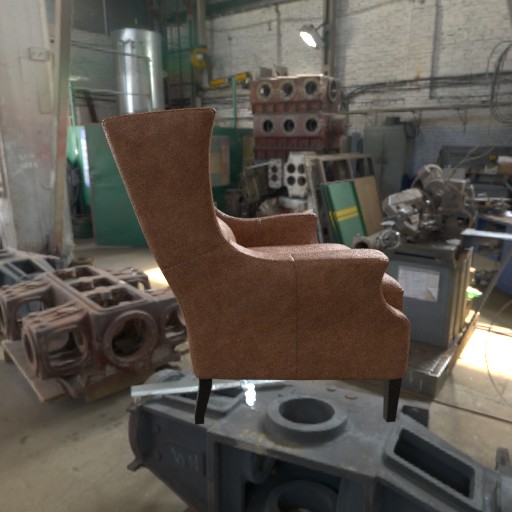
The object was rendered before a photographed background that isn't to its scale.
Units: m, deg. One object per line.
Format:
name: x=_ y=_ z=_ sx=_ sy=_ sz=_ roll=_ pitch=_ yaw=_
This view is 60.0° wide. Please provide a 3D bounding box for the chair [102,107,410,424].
chair: x=0.000 y=0.000 z=1.671 sx=0.926 sy=1.016 sz=0.853 roll=-2 pitch=15 yaw=-8
